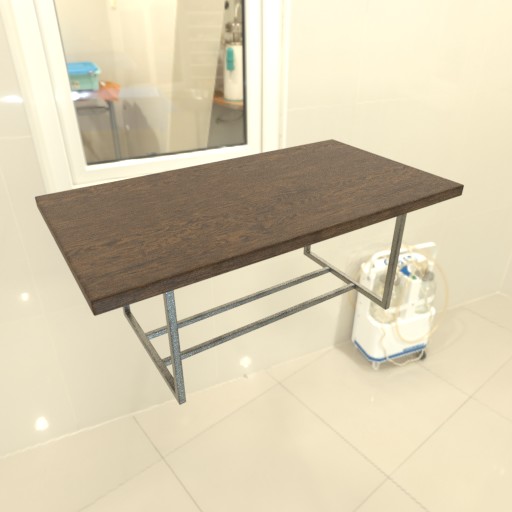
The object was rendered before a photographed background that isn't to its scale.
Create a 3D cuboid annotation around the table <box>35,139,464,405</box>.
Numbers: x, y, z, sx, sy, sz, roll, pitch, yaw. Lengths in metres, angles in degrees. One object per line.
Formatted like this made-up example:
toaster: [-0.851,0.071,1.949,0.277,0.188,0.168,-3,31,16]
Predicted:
table: [0.000,0.000,2.526,1.989,0.795,1.078,-18,35,-28]
